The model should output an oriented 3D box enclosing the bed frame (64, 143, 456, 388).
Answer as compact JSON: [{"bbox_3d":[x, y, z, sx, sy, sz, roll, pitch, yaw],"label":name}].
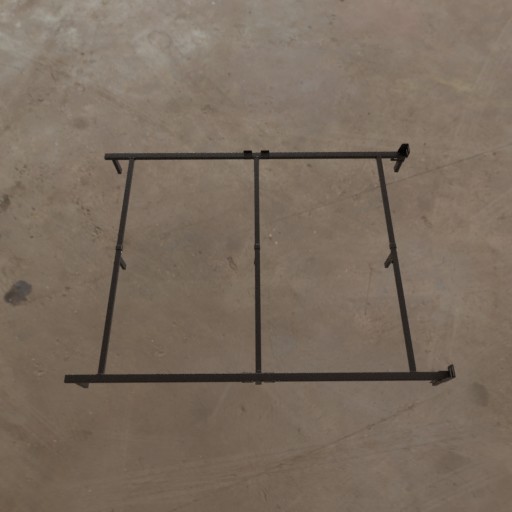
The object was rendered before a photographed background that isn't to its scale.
[{"bbox_3d":[0.000,0.000,2.655,1.990,0.248,1.498,0,64,0],"label":"bed frame"}]
